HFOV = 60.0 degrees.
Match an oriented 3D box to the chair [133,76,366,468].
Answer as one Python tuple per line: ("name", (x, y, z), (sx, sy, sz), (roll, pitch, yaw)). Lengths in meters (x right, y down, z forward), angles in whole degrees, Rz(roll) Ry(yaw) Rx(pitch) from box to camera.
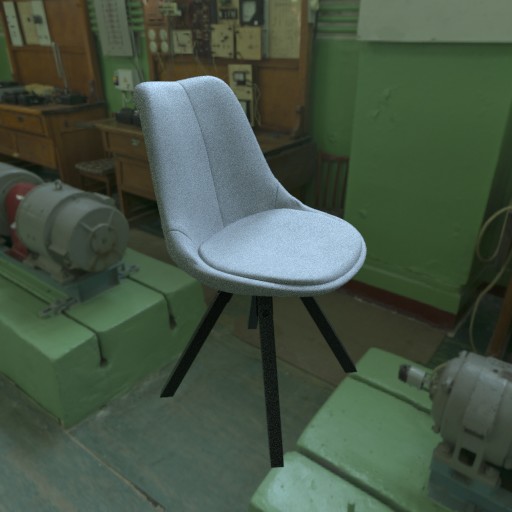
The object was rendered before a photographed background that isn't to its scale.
("chair", (0.000, 0.000, 1.173), (0.550, 0.850, 0.485), (18, 32, 31))
